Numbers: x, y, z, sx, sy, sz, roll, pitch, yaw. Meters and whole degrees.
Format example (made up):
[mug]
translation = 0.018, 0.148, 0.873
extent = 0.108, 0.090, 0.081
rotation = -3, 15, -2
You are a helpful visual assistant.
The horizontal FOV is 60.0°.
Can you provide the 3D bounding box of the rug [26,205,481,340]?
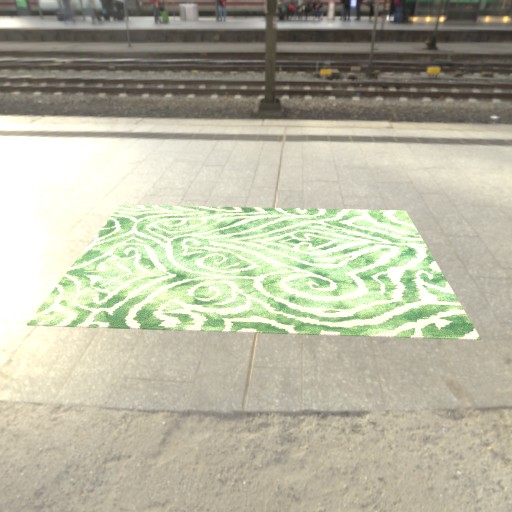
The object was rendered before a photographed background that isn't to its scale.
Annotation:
[rug]
translation = 0.000, 0.000, 2.301
extent = 1.826, 0.006, 1.220
rotation = 1, 30, 2
